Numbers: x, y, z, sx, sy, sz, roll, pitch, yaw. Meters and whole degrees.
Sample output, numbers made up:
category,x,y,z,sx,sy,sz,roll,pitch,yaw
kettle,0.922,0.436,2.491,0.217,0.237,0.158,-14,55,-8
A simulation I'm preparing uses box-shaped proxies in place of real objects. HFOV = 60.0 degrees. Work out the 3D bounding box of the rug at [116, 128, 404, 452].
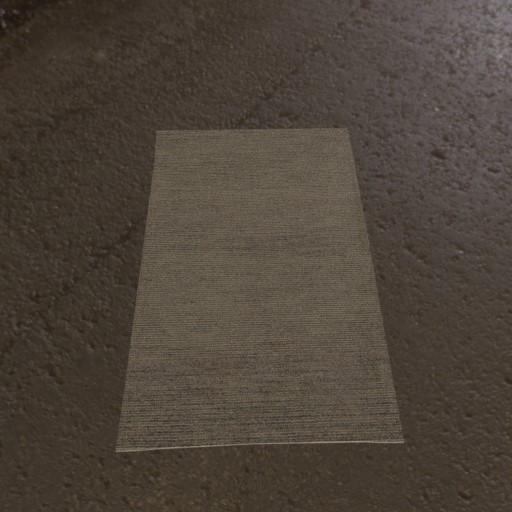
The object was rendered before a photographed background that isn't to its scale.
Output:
category,x,y,z,sx,sy,sz,roll,pitch,yaw
rug,0.000,0.000,2.206,1.149,0.021,1.773,-1,59,-1
